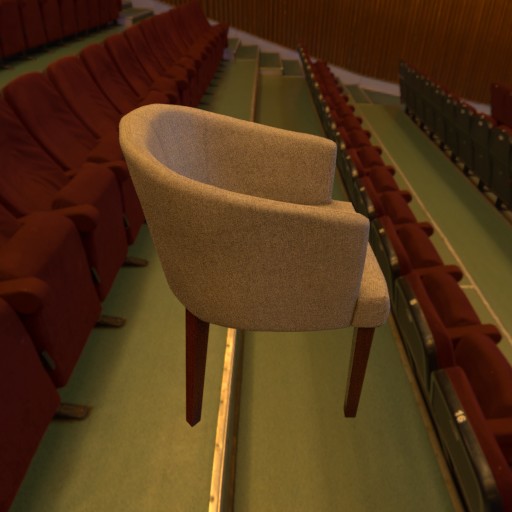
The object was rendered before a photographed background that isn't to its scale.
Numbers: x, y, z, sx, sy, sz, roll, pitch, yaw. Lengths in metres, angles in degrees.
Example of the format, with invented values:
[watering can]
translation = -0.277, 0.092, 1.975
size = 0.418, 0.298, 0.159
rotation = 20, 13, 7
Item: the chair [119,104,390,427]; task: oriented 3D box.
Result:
[chair]
translation = 0.000, 0.000, 1.285
size = 0.655, 0.811, 0.583
rotation = 0, 33, 0
